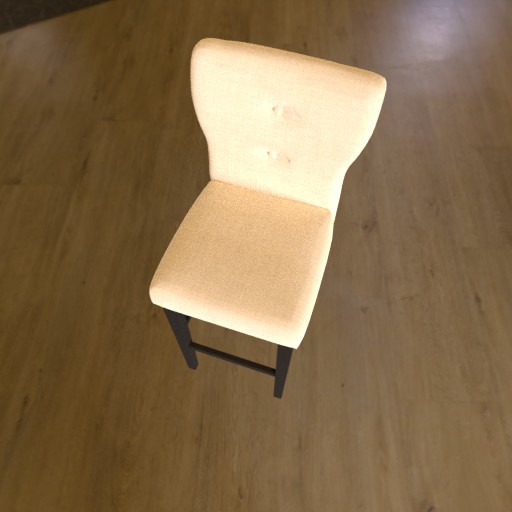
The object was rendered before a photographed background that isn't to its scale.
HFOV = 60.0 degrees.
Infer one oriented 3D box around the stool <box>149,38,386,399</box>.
[{"bbox_3d":[0.000,0.000,1.476,0.516,1.124,0.603,16,60,10],"label":"stool"}]
